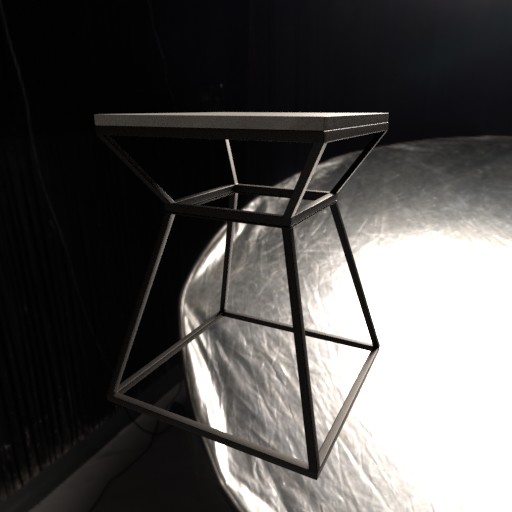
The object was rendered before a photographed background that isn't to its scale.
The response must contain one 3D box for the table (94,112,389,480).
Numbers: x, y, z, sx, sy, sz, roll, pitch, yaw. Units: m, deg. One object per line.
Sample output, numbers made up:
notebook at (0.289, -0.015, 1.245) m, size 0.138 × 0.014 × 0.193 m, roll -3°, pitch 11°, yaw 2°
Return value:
table at (0.000, 0.000, 0.914) m, size 0.455 × 0.559 × 0.455 m, roll 9°, pitch 21°, yaw 26°
